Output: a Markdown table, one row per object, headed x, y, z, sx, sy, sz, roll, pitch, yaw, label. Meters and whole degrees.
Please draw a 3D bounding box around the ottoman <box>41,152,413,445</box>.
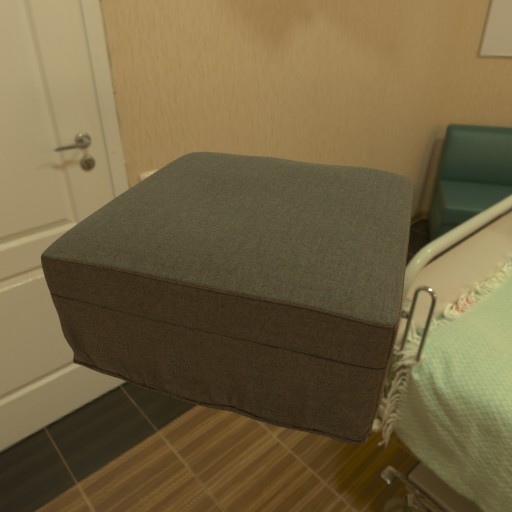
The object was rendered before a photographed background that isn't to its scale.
| x | y | z | sx | sy | sz | roll | pitch | yaw | label |
| --- | --- | --- | --- | --- | --- | --- | --- | --- | --- |
| 0.000 | 0.000 | 1.341 | 0.843 | 0.436 | 0.840 | 10 | 32 | 16 | ottoman |
